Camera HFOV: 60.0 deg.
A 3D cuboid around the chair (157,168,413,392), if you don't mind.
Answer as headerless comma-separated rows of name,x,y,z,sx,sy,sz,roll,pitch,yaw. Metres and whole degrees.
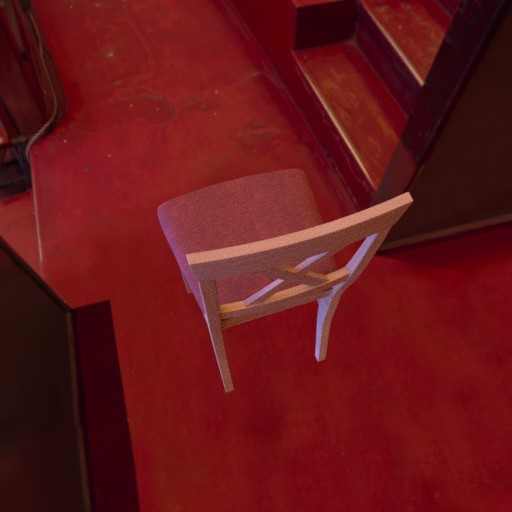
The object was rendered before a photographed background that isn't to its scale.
chair,0.000,0.000,1.181,0.439,0.912,0.492,-16,61,-9
